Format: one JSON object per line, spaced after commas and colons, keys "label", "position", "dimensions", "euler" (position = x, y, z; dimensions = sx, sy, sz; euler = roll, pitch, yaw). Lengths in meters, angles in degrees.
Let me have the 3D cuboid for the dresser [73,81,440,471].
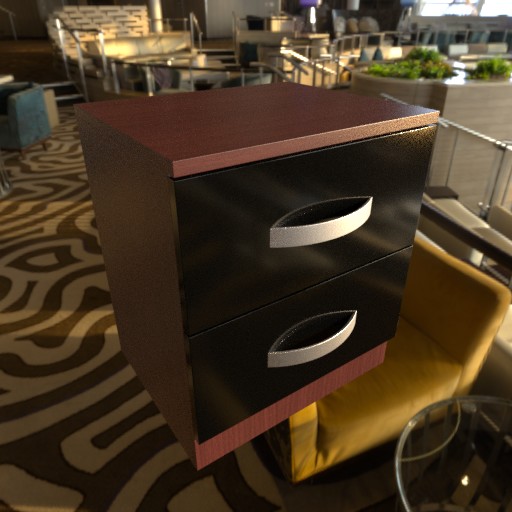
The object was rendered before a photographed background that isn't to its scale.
{"label": "dresser", "position": [0.000, 0.000, 0.733], "dimensions": [0.400, 0.470, 0.360], "euler": [-19, 34, -30]}
